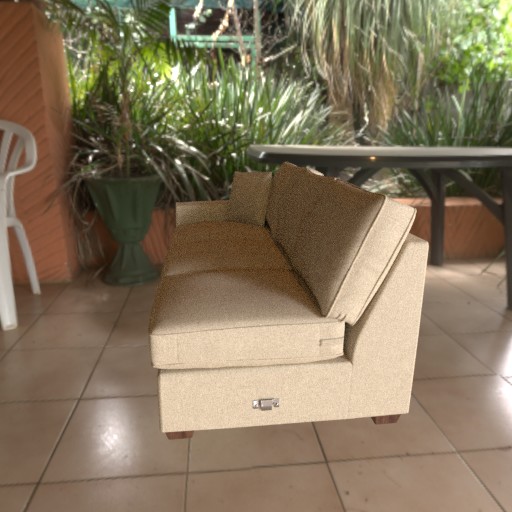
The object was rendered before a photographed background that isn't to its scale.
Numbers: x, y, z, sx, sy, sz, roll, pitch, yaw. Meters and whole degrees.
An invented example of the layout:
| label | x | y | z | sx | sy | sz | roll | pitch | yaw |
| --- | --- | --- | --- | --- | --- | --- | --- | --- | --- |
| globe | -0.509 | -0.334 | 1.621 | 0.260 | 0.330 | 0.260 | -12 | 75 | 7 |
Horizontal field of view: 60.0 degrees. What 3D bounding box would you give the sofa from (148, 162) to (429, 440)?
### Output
| label | x | y | z | sx | sy | sz | roll | pitch | yaw |
| --- | --- | --- | --- | --- | --- | --- | --- | --- | --- |
| sofa | 0.000 | 0.000 | 2.528 | 1.034 | 0.946 | 1.962 | -2 | 16 | -7 |
